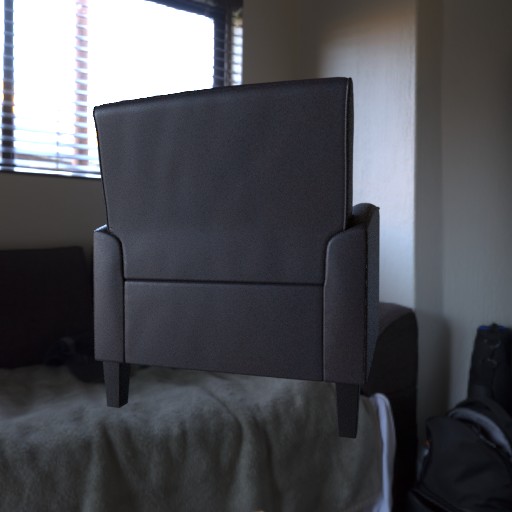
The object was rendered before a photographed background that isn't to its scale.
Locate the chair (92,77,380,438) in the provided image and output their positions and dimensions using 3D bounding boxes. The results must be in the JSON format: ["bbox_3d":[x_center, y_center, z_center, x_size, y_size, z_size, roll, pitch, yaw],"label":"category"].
[{"bbox_3d":[0.000,0.000,1.556,0.820,0.916,0.819,0,2,18],"label":"chair"}]
